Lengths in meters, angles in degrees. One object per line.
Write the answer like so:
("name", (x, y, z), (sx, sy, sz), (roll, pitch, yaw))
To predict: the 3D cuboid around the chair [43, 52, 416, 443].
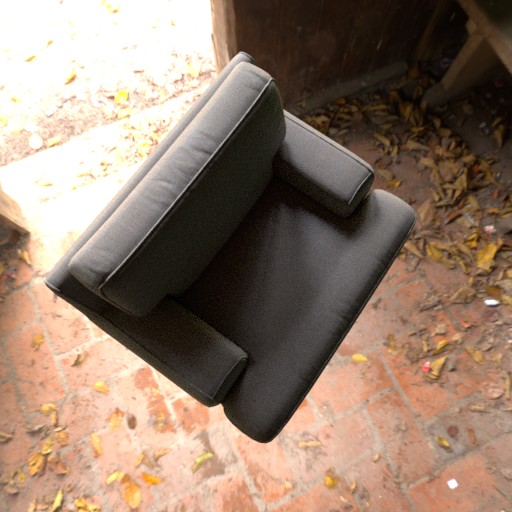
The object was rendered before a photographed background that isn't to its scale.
("chair", (0.000, 0.000, 1.952), (1.043, 0.974, 1.270), (34, 77, 9))
